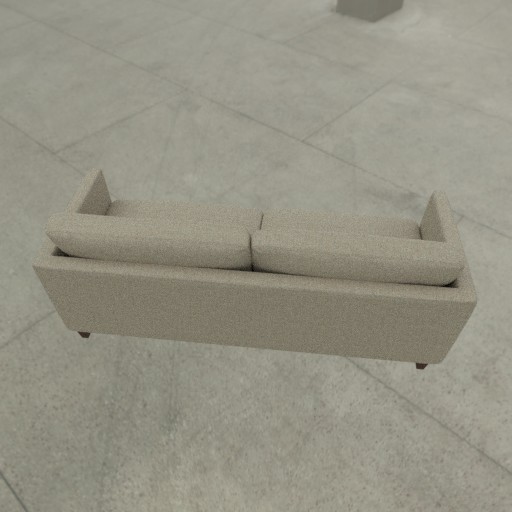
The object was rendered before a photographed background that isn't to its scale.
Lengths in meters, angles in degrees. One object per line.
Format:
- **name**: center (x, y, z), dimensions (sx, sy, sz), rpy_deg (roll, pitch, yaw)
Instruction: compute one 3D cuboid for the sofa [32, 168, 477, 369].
- **sofa**: center (0.000, 0.000, 2.873), dimensions (2.434, 0.965, 0.951), rpy_deg (4, 47, 4)
